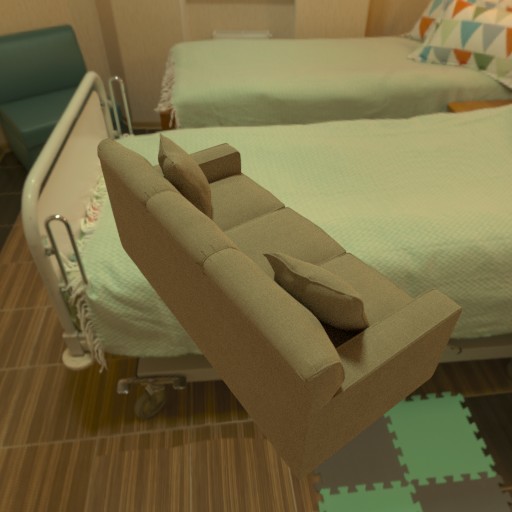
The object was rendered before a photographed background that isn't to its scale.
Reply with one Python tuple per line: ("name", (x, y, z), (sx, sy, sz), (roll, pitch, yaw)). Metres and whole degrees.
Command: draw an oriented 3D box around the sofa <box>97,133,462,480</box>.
("sofa", (0.000, 0.000, 2.554), (0.997, 0.958, 2.024), (-25, 47, -26))
